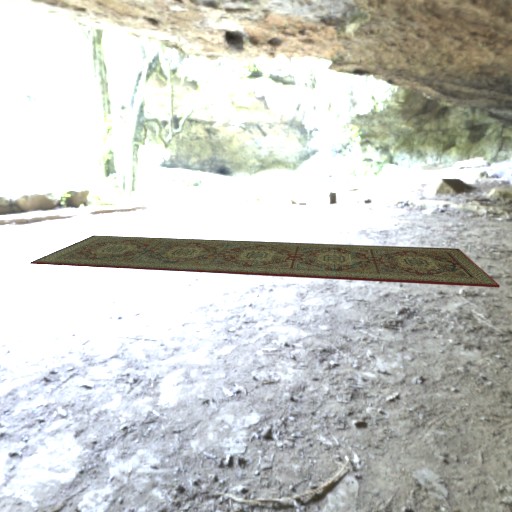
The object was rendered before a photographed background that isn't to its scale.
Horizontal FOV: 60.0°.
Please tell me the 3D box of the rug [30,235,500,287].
[{"bbox_3d":[0.000,0.000,2.449,2.292,0.015,0.659,2,15,9],"label":"rug"}]
